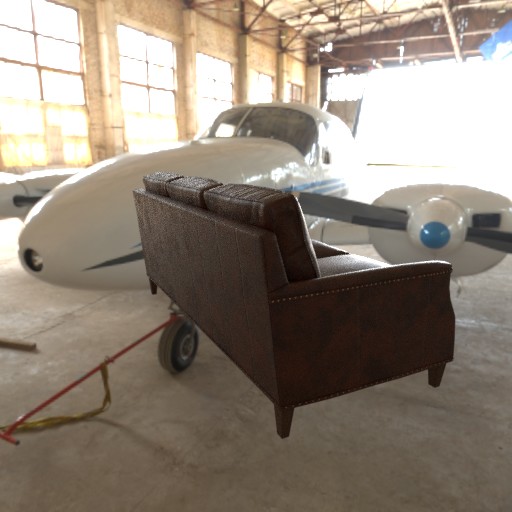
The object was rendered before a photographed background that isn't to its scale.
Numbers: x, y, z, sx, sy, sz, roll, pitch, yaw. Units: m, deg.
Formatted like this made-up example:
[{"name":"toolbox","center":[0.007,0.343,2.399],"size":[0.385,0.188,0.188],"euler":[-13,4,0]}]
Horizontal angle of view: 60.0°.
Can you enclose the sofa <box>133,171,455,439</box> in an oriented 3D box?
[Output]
[{"name":"sofa","center":[0.000,0.000,2.826],"size":[1.084,1.003,2.240],"euler":[-7,15,-26]}]
